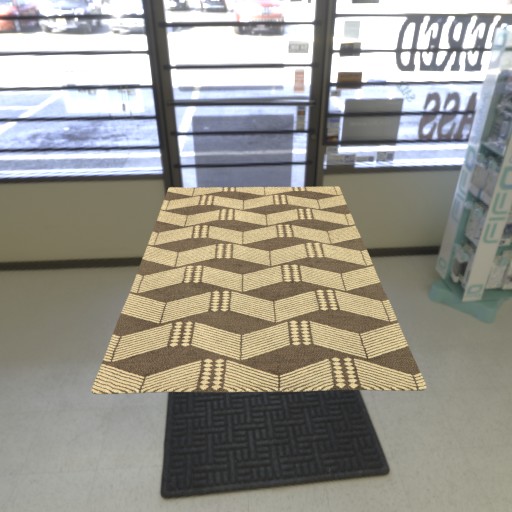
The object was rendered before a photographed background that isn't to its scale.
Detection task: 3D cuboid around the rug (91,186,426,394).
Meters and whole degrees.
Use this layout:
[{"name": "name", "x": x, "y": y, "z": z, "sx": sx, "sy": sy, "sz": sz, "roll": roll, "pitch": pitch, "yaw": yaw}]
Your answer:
[{"name": "rug", "x": 0.000, "y": 0.000, "z": 2.363, "sx": 1.210, "sy": 0.016, "sz": 1.833, "roll": 0, "pitch": 32, "yaw": -1}]
